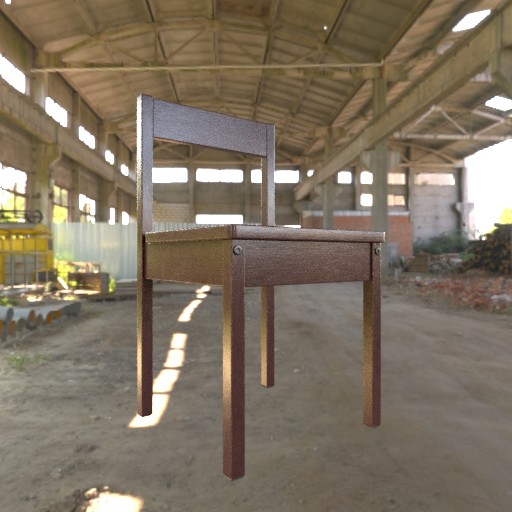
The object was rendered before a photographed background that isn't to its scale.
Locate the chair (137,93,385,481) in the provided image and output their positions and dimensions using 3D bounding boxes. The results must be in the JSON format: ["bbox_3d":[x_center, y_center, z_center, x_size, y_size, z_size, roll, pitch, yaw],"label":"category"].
[{"bbox_3d":[0.000,0.000,0.895,0.367,0.668,0.361,0,0,-37],"label":"chair"}]
